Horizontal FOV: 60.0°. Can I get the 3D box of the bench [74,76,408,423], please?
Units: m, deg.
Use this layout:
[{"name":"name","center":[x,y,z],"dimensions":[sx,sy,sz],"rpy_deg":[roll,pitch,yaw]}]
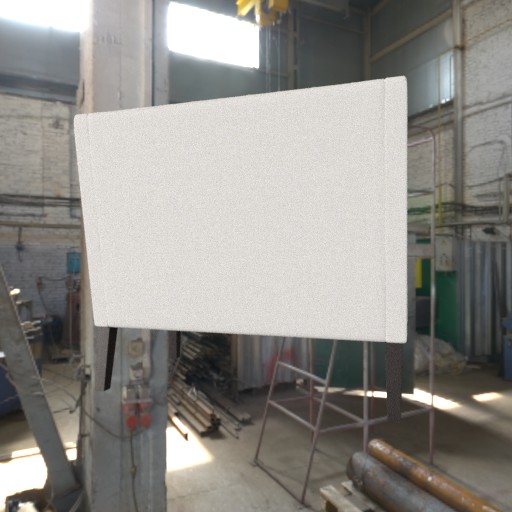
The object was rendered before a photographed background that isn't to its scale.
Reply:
[{"name":"bench","center":[0.000,0.000,1.964],"dimensions":[1.280,1.123,0.847],"rpy_deg":[0,0,18]}]
